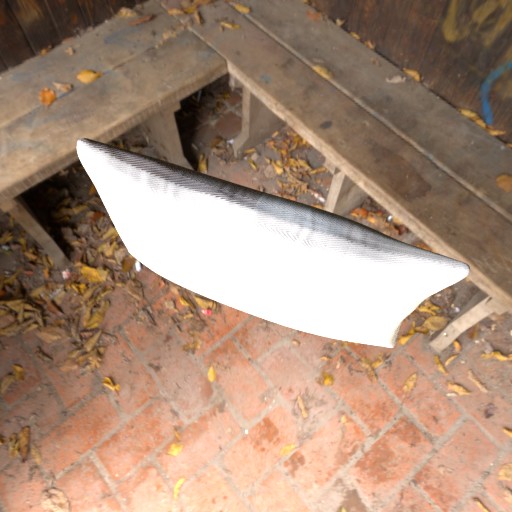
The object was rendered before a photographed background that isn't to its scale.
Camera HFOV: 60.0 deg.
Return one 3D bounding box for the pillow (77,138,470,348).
[{"bbox_3d":[0.000,0.000,0.658,0.506,0.305,0.139,19,65,9],"label":"pillow"}]
